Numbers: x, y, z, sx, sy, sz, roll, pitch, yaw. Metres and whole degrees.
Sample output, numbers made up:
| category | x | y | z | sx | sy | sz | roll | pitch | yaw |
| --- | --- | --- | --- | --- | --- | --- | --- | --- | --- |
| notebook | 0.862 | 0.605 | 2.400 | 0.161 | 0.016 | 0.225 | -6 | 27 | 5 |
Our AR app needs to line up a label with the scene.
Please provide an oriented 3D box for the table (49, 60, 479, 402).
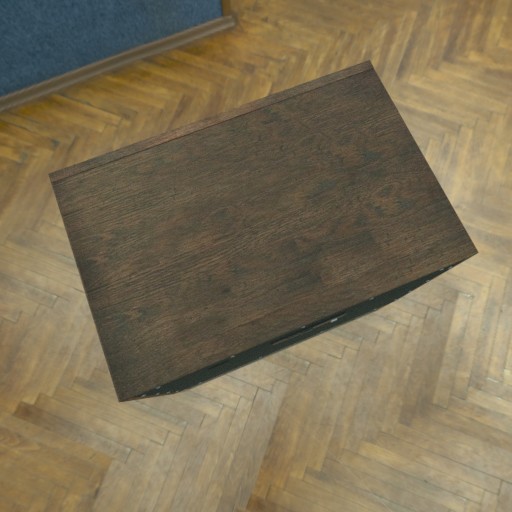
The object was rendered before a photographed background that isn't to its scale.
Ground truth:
| category | x | y | z | sx | sy | sz | roll | pitch | yaw |
| --- | --- | --- | --- | --- | --- | --- | --- | --- | --- |
| table | 0.000 | 0.000 | 1.287 | 0.767 | 0.746 | 0.542 | -21 | 75 | -6 |
